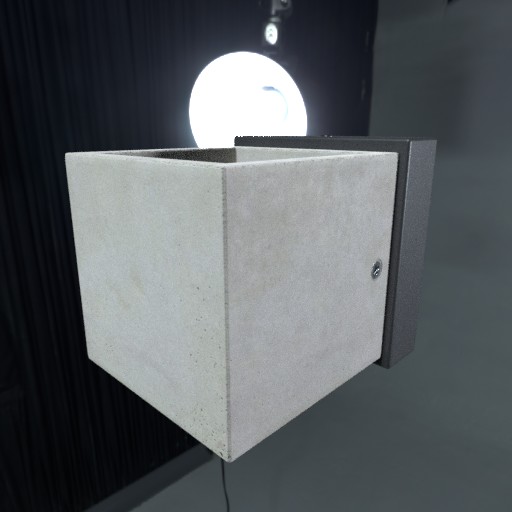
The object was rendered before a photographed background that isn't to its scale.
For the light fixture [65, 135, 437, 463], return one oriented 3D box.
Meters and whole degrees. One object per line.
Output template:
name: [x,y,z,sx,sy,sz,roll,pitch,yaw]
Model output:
light fixture: [0.000,0.000,0.234,0.121,0.121,0.143,15,22,42]
